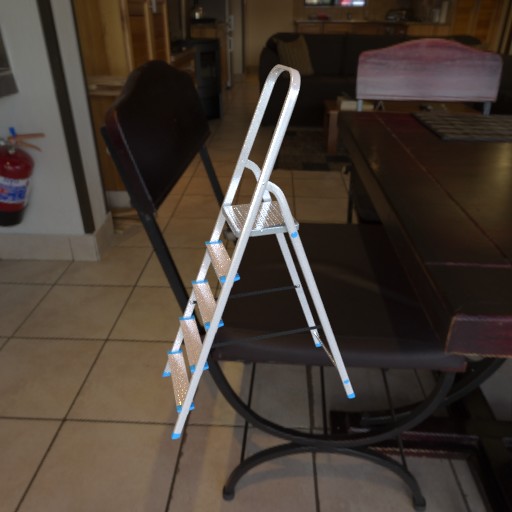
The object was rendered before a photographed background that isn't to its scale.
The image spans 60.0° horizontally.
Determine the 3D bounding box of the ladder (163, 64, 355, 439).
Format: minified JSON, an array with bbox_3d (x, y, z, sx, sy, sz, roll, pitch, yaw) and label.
[{"bbox_3d":[0.000,0.000,2.090,0.990,1.648,0.468,-8,29,-14],"label":"ladder"}]
